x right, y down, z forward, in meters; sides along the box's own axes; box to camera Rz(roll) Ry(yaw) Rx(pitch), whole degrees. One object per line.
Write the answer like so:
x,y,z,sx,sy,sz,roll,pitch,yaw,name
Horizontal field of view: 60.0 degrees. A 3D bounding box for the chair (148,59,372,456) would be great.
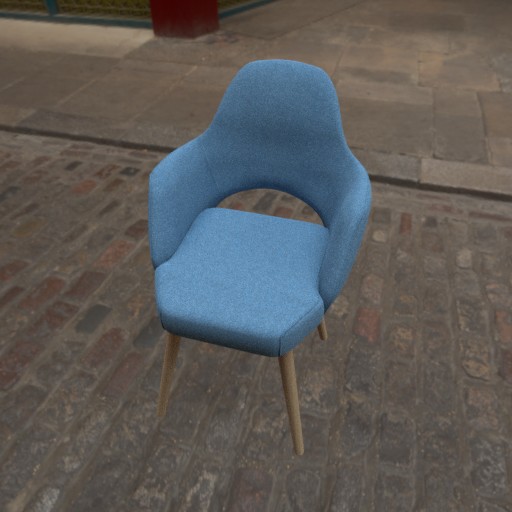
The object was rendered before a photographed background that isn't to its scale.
0.000,0.000,1.304,0.589,0.920,0.666,11,42,12,chair
